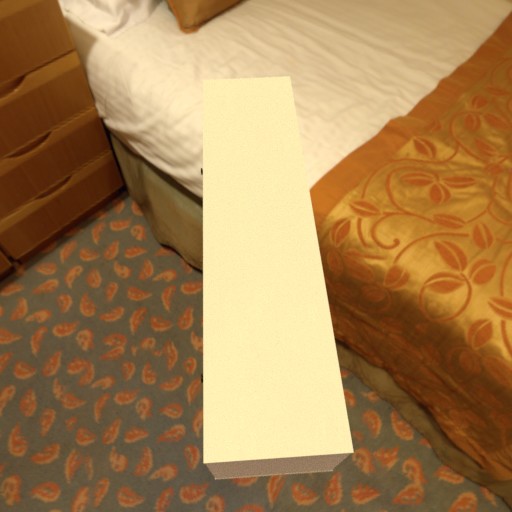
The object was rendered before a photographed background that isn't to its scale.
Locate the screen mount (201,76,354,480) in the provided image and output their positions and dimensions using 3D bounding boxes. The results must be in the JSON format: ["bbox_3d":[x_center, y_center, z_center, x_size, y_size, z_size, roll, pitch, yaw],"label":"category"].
[{"bbox_3d":[0.000,0.000,1.821,0.418,0.520,1.600,-3,58,-2],"label":"screen mount"}]
